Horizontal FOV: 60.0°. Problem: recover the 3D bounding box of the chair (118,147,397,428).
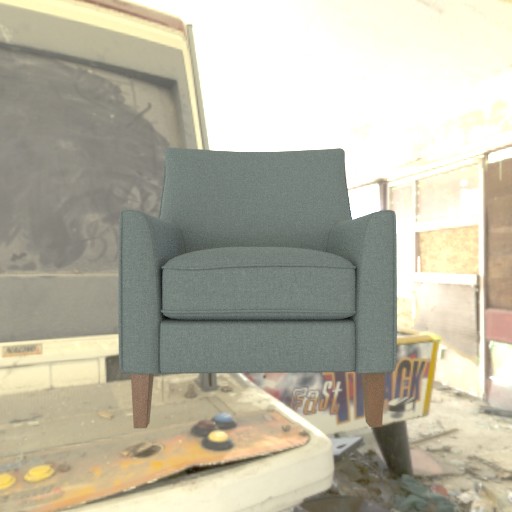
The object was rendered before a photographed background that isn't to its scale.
[{"bbox_3d":[0.000,0.000,1.575,0.756,0.916,0.879,0,-1,-1],"label":"chair"}]
